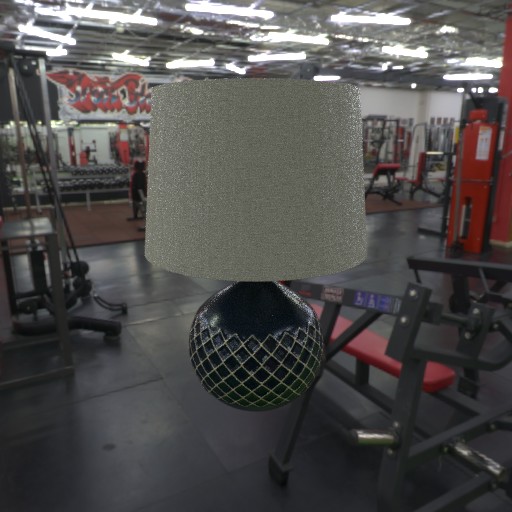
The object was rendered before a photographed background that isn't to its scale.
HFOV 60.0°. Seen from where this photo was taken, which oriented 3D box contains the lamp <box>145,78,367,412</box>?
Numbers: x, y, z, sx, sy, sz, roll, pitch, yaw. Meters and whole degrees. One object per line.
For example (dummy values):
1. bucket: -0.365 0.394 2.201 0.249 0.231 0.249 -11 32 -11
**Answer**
1. lamp: 0.000 0.000 0.774 0.376 0.540 0.376 0 15 0
